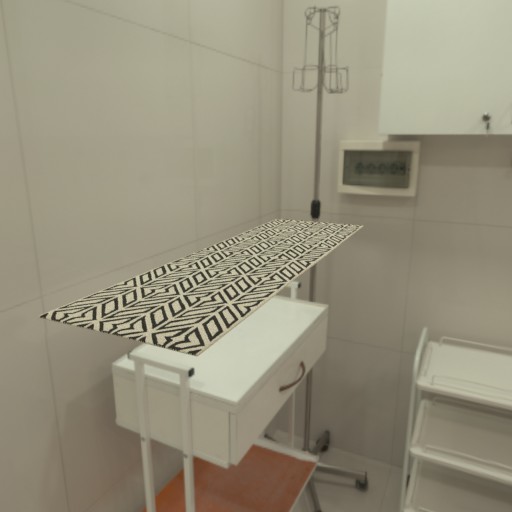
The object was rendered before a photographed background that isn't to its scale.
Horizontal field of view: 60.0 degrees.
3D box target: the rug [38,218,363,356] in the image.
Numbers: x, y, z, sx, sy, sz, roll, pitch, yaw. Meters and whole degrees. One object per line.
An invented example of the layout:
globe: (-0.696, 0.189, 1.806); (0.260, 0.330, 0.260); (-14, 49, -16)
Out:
rug: (0.000, 0.000, 2.659); (0.750, 0.009, 2.435); (7, 17, 25)
